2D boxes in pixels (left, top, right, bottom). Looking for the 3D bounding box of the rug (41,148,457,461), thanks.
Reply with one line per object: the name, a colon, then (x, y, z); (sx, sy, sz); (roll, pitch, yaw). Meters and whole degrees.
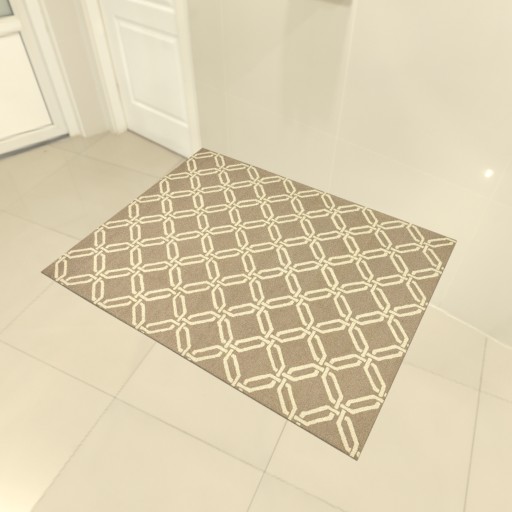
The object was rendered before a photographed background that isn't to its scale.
rug: (0.000, 0.000, 3.906); (2.895, 0.018, 2.288); (24, 51, 22)
